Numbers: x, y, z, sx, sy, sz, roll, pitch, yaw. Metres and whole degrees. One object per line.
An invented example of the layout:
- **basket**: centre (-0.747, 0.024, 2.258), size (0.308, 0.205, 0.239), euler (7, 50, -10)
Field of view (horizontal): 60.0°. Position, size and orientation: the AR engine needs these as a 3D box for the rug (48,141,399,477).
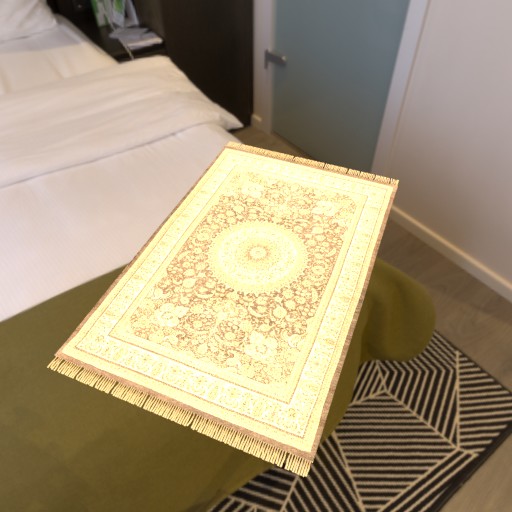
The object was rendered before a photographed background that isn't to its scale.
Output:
- **rug**: centre (0.000, 0.000, 4.242), size (2.143, 0.015, 3.422), euler (17, 49, 15)
